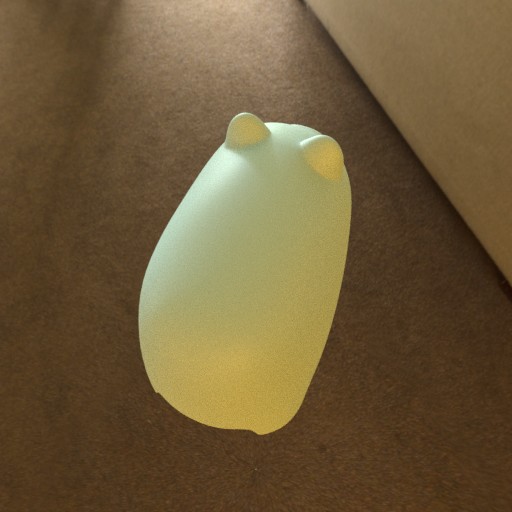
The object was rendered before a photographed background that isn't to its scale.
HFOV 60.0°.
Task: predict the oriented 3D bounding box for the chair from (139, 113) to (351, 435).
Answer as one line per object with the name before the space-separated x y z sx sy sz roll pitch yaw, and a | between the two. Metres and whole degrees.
chair | 0.000 0.000 0.855 0.364 0.423 0.619 19 66 9
